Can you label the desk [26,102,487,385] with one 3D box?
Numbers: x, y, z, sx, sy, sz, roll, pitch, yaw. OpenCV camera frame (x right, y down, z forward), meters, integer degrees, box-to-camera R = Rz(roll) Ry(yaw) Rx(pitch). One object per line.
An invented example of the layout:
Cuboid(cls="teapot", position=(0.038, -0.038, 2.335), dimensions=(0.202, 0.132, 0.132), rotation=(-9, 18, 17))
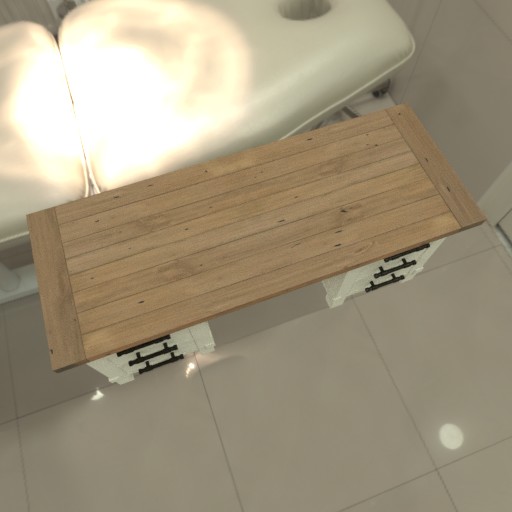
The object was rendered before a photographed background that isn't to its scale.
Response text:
Cuboid(cls="desk", position=(0.000, 0.000, 2.199), dimensions=(1.803, 0.760, 0.688), rotation=(-18, 66, -9))
